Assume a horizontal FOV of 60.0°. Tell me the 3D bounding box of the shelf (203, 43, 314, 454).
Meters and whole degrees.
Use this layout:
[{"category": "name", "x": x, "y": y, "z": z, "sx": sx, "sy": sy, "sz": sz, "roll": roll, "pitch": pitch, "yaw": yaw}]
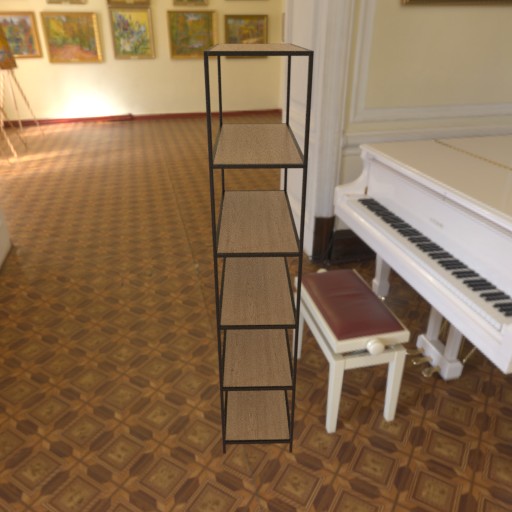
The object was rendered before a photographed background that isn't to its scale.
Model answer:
[{"category": "shelf", "x": 0.000, "y": 0.000, "z": 2.165, "sx": 0.350, "sy": 1.850, "sz": 0.770, "roll": -1, "pitch": 27, "yaw": -1}]
